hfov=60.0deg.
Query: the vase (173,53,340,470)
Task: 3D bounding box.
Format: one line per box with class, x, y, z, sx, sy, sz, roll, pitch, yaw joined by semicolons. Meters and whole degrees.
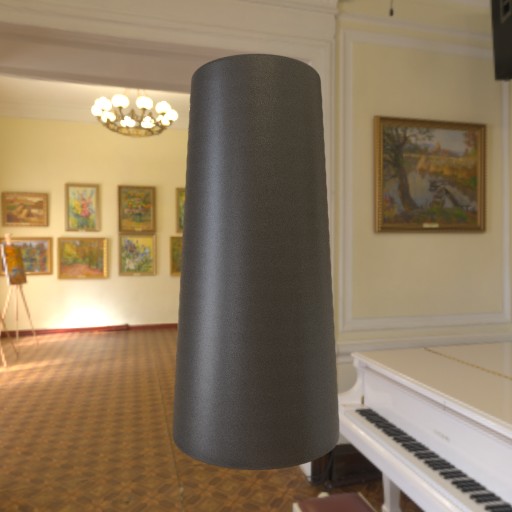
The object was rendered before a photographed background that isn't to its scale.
vase;0.000;0.000;0.367;0.136;0.289;0.136;0;1;-2
